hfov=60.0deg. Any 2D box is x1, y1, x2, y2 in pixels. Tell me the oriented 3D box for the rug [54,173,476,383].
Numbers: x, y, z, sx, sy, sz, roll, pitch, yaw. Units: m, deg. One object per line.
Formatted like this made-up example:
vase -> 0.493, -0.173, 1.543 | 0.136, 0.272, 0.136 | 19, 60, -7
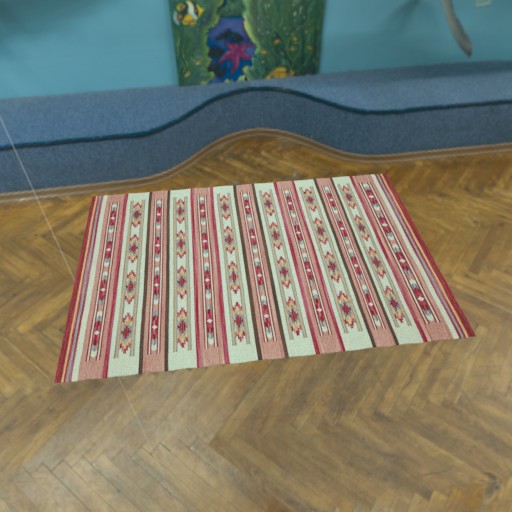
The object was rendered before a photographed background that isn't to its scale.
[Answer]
rug -> 0.000, 0.000, 2.307 | 1.817, 0.008, 1.223 | -5, 47, -5
